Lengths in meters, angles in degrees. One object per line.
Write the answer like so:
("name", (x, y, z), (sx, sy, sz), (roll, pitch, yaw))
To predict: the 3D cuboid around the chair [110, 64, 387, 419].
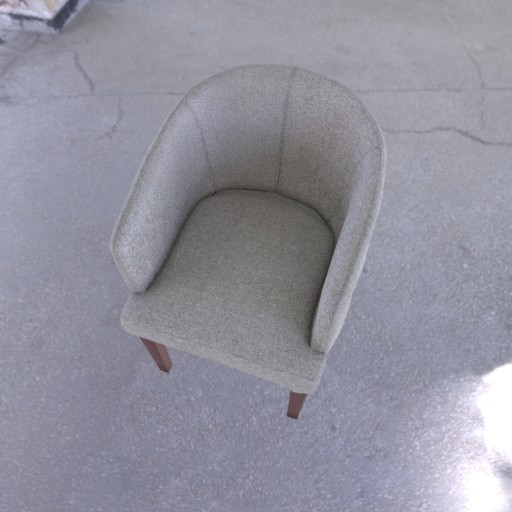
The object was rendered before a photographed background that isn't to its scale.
("chair", (0.000, 0.000, 1.270), (0.583, 0.811, 0.655), (16, 59, 10))
